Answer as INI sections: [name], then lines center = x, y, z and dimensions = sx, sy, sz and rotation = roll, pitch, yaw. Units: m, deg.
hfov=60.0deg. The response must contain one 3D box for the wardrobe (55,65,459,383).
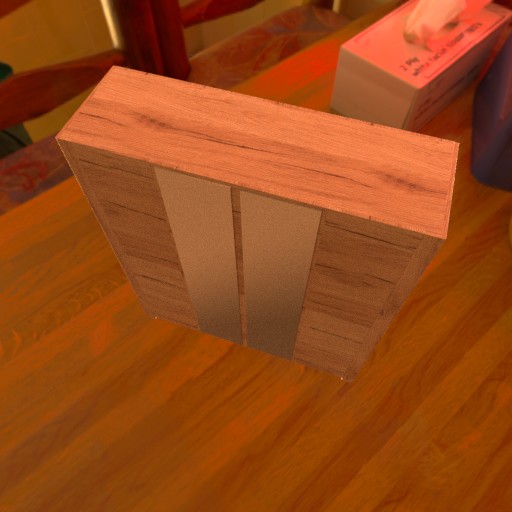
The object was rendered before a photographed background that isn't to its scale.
[wardrobe]
center = 0.000, 0.000, 2.961
dimensions = 1.810, 2.070, 0.580
rotation = 16, 60, 10
